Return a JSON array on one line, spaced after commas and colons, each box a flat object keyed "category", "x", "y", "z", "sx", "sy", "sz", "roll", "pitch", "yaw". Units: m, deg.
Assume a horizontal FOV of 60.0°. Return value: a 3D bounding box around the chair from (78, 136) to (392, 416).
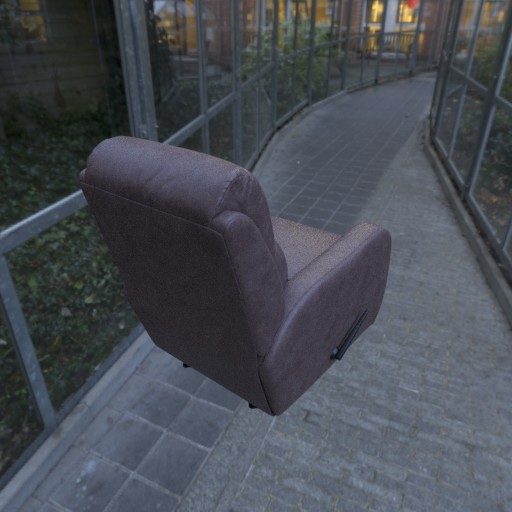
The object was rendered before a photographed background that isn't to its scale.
[{"category": "chair", "x": 0.000, "y": 0.000, "z": 1.847, "sx": 0.865, "sy": 1.067, "sz": 1.067, "roll": 21, "pitch": 35, "yaw": 33}]
